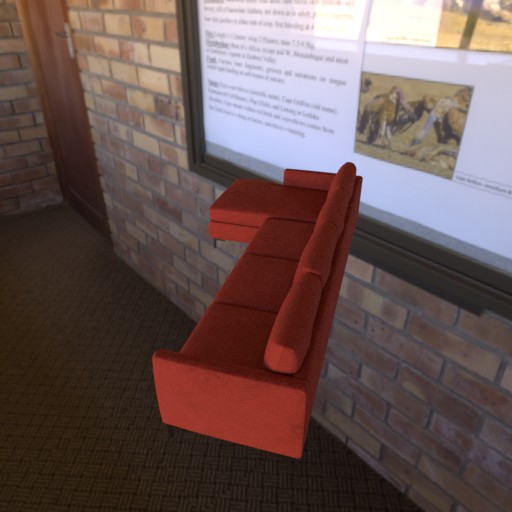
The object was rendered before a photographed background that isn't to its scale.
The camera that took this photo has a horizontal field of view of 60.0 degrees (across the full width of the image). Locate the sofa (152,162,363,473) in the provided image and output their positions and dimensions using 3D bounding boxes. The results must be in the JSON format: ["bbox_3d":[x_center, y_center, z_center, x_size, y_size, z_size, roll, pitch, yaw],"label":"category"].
[{"bbox_3d":[0.000,0.000,2.907,1.136,0.663,2.467,9,32,14],"label":"sofa"}]
